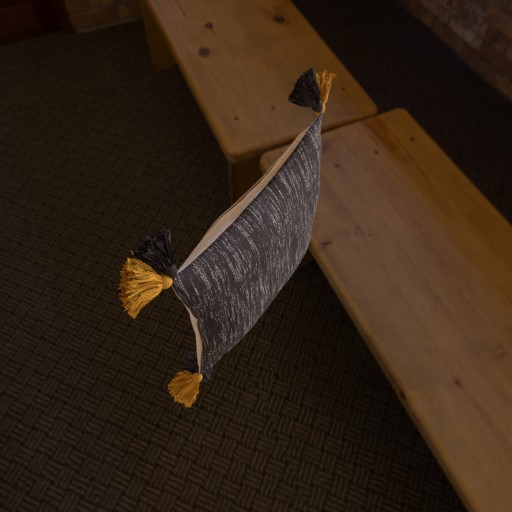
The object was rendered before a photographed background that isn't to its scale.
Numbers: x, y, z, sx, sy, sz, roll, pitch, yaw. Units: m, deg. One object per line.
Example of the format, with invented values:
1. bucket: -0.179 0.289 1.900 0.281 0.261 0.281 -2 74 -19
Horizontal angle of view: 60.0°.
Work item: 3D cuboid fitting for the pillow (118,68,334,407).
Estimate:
1. pillow: 0.000 0.000 0.999 0.139 0.659 0.654 30 63 17
